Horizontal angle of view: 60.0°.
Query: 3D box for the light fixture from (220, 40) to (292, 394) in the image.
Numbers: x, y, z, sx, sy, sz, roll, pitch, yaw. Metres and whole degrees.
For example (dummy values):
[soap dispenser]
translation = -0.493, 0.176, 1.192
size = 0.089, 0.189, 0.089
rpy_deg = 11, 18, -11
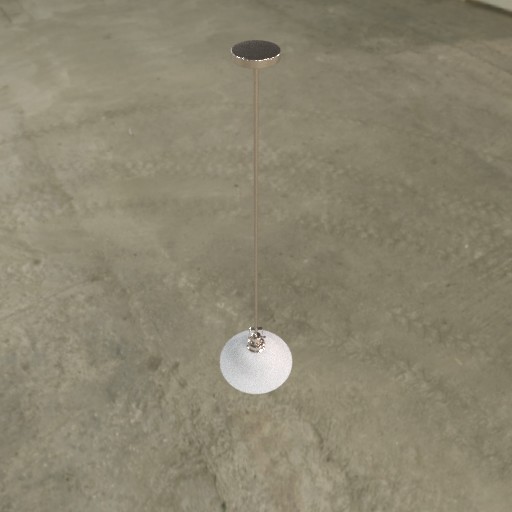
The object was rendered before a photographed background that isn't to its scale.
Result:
[light fixture]
translation = 0.000, 0.000, 1.492
size = 0.324, 1.354, 0.324
rpy_deg = -3, 47, -3
